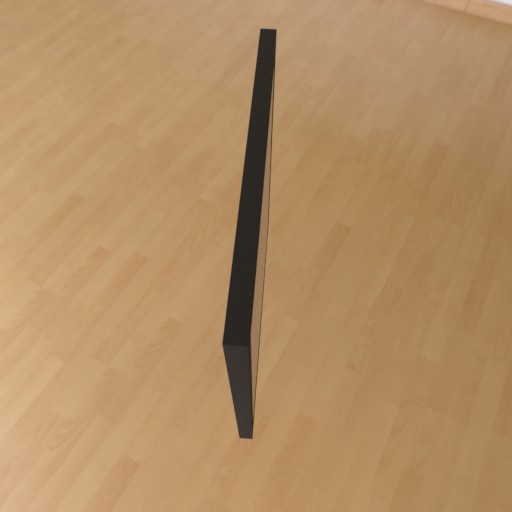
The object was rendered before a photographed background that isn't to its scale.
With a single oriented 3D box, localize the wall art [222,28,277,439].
[{"bbox_3d":[0.000,0.000,0.459,0.015,0.304,0.306,4,59,2],"label":"wall art"}]
